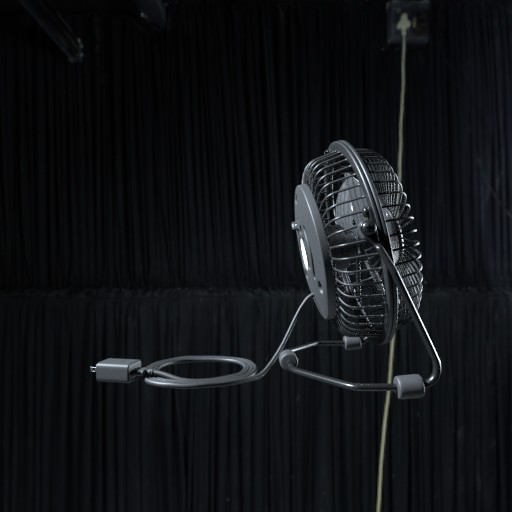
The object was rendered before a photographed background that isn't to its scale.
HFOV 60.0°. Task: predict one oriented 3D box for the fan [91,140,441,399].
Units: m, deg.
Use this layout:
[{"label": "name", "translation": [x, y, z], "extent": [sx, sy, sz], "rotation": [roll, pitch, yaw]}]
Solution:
[{"label": "fan", "translation": [0.000, 0.000, 0.299], "extent": [0.202, 0.152, 0.153], "rotation": [0, -1, 0]}]
